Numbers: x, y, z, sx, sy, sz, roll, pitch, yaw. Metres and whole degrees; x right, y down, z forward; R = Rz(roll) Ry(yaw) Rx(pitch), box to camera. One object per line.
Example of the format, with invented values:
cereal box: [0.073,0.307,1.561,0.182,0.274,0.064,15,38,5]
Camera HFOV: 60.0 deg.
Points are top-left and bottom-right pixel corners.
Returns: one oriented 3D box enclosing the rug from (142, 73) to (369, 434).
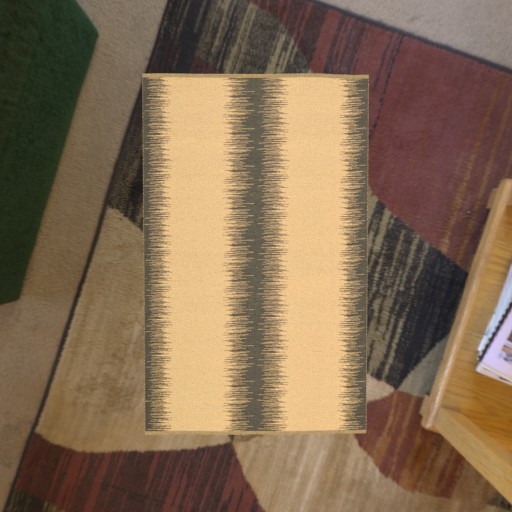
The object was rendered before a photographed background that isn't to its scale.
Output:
rug: [0.000,0.000,3.009,1.519,0.003,2.453,0,92,-1]
